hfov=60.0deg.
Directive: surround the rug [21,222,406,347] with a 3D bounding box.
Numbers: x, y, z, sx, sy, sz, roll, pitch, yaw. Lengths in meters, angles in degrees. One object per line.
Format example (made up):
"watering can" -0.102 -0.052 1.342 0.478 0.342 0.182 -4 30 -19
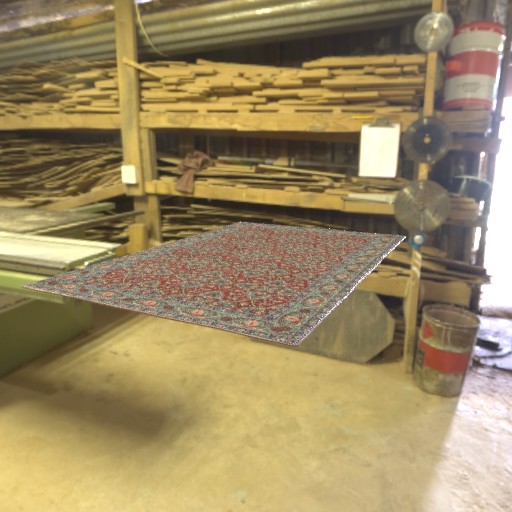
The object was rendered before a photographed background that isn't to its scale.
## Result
"rug" 0.000 0.000 2.323 1.219 0.009 1.829 7 15 27
